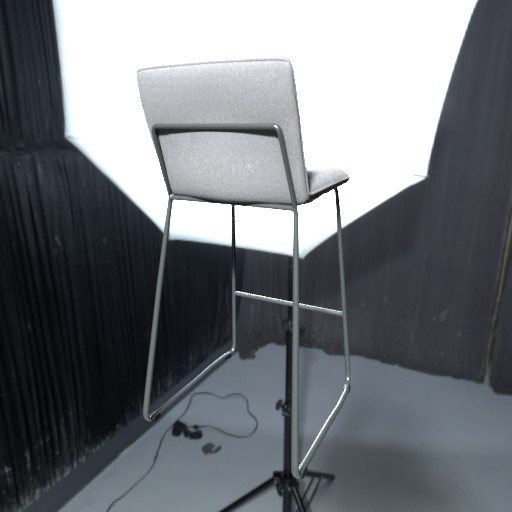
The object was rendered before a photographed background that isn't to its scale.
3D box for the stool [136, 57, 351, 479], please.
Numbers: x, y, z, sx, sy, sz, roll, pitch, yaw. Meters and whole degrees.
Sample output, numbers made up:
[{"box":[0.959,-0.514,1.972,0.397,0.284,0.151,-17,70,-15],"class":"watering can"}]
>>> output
[{"box":[0.000,0.000,1.241,0.490,0.960,0.490,9,19,26],"class":"stool"}]
